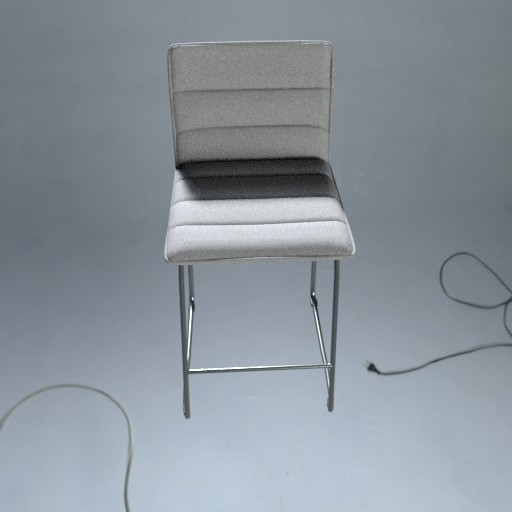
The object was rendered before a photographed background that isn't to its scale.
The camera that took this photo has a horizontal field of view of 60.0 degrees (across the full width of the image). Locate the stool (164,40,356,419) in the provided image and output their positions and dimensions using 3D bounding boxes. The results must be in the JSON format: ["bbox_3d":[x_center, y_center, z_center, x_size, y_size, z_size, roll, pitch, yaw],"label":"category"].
[{"bbox_3d":[0.000,0.000,1.206,0.490,0.960,0.490,-2,45,-2],"label":"stool"}]
